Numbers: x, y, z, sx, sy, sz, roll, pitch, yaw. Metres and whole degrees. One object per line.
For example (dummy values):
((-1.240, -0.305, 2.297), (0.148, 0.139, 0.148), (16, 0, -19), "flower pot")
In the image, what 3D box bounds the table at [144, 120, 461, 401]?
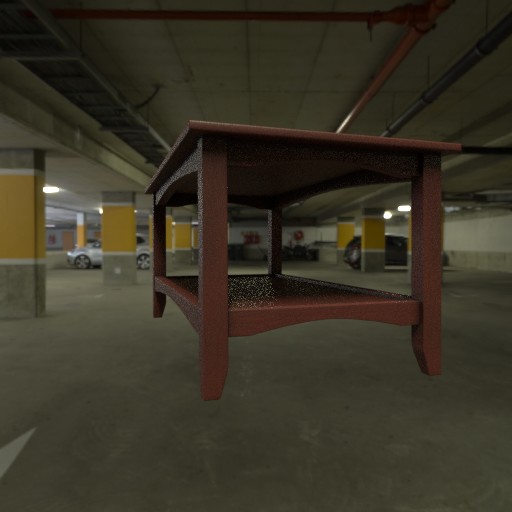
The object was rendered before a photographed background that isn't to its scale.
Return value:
((0.000, 0.000, 1.231), (0.533, 0.456, 0.943), (0, 2, -18), "table")
